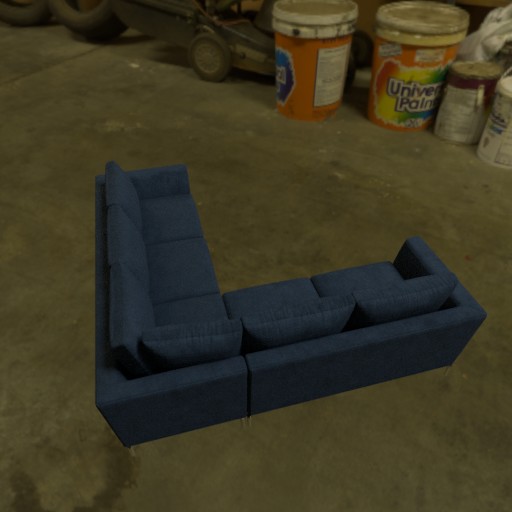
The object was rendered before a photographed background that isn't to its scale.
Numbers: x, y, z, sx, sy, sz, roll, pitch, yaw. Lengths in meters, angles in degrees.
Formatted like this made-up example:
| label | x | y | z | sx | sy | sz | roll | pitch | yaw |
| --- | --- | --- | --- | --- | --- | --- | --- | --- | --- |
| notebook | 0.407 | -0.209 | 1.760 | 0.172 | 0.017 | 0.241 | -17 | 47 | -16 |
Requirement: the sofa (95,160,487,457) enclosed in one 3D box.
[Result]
| label | x | y | z | sx | sy | sz | roll | pitch | yaw |
| --- | --- | --- | --- | --- | --- | --- | --- | --- | --- |
| sofa | 0.000 | 0.000 | 3.689 | 2.472 | 0.988 | 2.463 | -10 | 42 | -11 |
